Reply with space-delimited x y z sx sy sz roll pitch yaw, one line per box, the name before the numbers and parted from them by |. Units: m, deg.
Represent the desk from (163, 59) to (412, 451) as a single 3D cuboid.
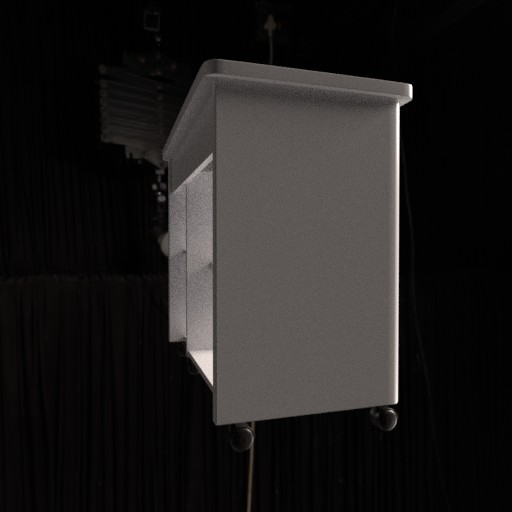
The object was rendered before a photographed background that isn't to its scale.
desk | 0.000 0.000 1.326 0.475 0.763 0.877 0 1 -17
